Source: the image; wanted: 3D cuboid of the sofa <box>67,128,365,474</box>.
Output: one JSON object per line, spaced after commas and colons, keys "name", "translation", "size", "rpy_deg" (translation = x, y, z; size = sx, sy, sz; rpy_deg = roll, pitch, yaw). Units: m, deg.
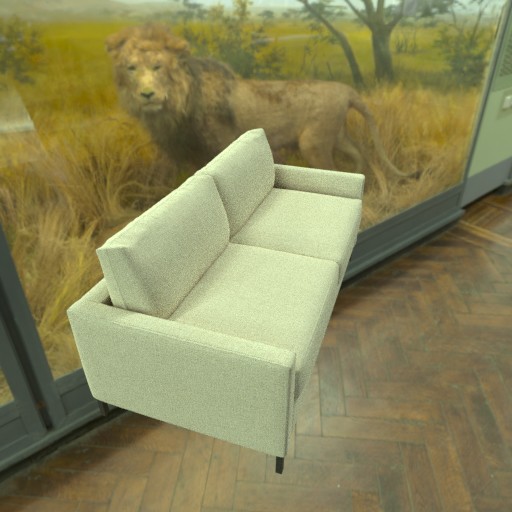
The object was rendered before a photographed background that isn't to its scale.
{"name": "sofa", "translation": [0.000, 0.000, 2.150], "size": [0.839, 0.812, 1.651], "rpy_deg": [11, 33, 16]}
